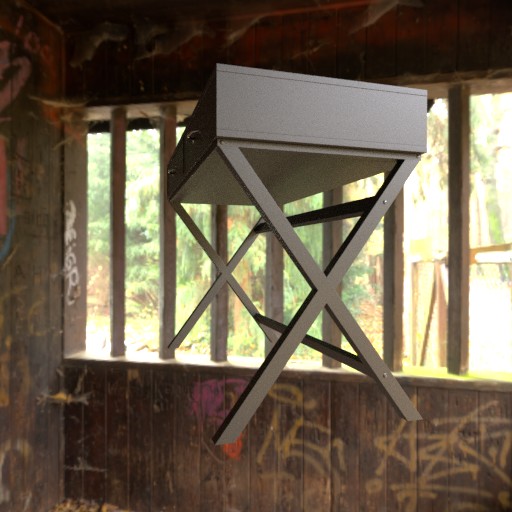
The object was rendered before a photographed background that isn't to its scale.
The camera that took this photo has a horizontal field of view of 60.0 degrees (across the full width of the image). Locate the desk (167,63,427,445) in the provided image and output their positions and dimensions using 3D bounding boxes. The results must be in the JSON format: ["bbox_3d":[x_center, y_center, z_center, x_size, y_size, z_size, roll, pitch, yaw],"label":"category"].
[{"bbox_3d":[0.000,0.000,1.473,0.525,0.780,1.057,0,0,-17],"label":"desk"}]
